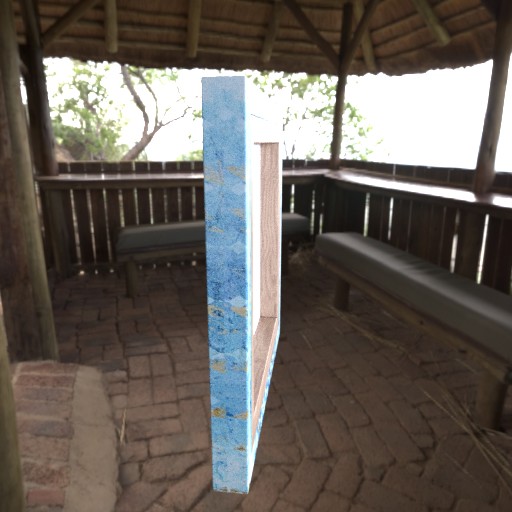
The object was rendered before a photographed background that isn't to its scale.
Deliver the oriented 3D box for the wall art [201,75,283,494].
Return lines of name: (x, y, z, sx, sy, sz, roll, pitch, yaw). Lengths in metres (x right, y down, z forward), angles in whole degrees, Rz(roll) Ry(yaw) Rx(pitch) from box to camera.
wall art: (0.000, 0.000, 0.604, 0.037, 0.405, 0.405, 2, 15, 7)
